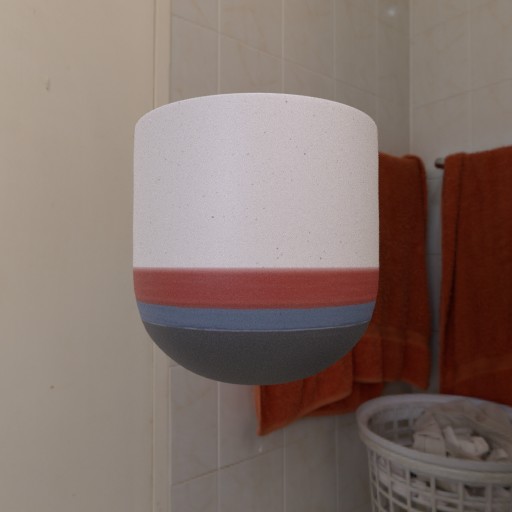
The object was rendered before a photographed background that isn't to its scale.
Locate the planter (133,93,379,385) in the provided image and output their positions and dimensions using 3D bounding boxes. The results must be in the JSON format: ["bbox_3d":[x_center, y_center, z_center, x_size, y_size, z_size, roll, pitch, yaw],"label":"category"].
[{"bbox_3d":[0.000,0.000,0.501,0.268,0.270,0.268,0,-1,0],"label":"planter"}]
